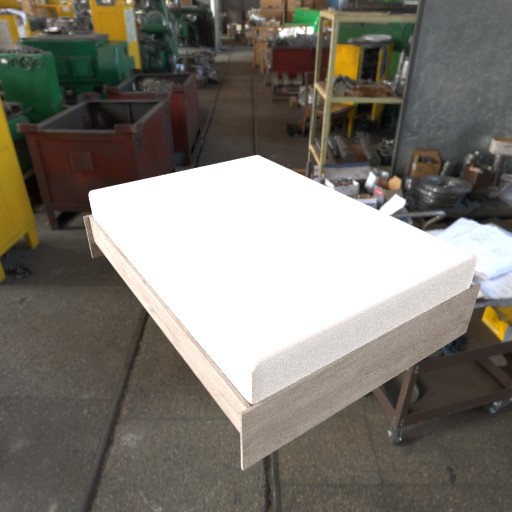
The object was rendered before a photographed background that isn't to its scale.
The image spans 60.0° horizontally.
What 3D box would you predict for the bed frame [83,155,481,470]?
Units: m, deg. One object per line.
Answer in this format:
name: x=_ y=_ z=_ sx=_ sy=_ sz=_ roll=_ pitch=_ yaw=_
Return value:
bed frame: x=0.000 y=0.000 z=2.630 sx=1.445 sy=0.497 sz=1.945 roll=-19 pitch=36 yaw=-29
